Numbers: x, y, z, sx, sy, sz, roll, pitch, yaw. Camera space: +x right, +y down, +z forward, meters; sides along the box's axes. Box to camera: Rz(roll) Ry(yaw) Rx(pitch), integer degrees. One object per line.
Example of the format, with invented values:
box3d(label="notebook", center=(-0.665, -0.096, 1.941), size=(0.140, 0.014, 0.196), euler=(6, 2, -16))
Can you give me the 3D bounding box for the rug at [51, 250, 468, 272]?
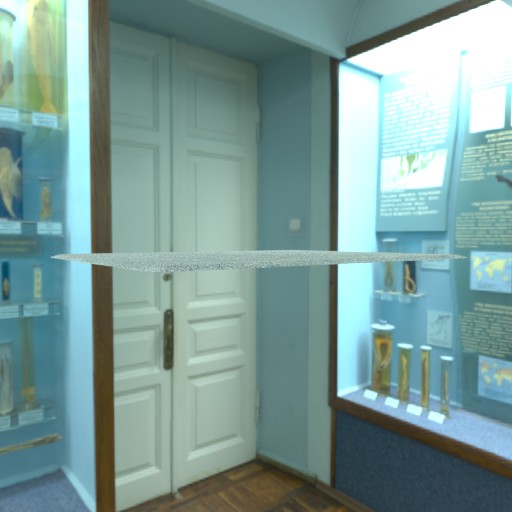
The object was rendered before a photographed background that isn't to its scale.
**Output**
box3d(label="rug", center=(0.000, 0.000, 3.895), size=(2.933, 0.027, 2.332), euler=(-2, 3, -36))
